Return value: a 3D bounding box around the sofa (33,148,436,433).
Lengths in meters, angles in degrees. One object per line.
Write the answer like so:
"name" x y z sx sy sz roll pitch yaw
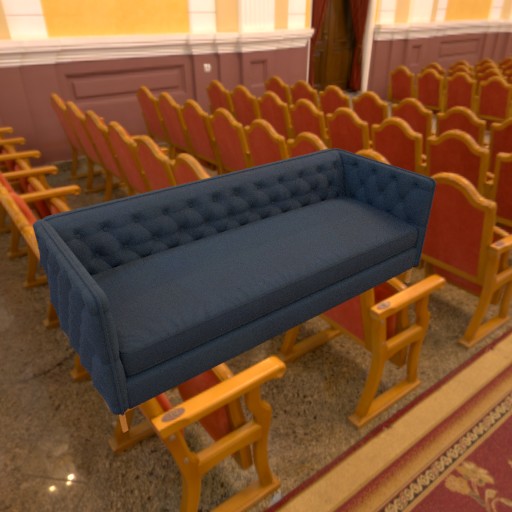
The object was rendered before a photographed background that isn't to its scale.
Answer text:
"sofa" 0.000 0.000 2.658 2.209 0.771 0.895 -20 35 -31
